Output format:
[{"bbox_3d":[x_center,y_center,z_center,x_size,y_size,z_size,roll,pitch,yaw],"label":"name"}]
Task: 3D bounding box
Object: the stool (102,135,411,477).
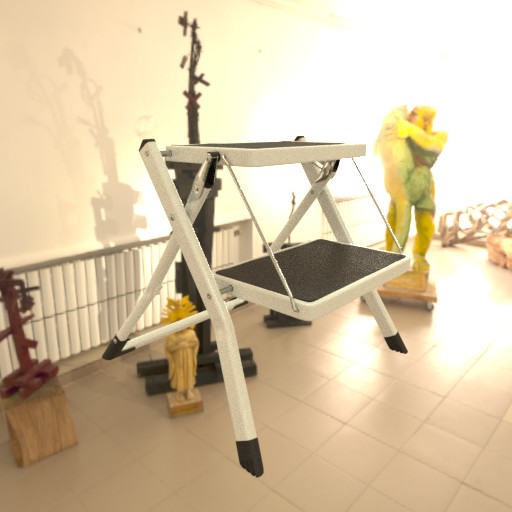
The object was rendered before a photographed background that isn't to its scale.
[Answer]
[{"bbox_3d":[0.000,0.000,0.859,0.490,0.445,0.485,14,21,40],"label":"stool"}]
